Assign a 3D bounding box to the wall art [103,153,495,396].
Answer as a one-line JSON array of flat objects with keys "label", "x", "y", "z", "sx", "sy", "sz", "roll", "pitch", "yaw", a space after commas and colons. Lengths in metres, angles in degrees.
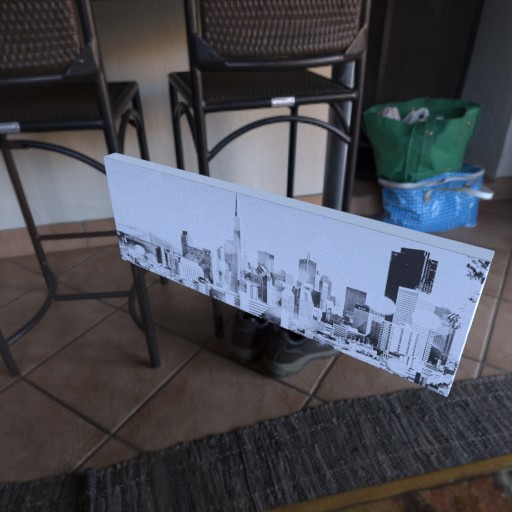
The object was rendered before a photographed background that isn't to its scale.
[{"label": "wall art", "x": 0.000, "y": 0.000, "z": 0.844, "sx": 0.766, "sy": 0.256, "sz": 0.036, "roll": 19, "pitch": 36, "yaw": 29}]
